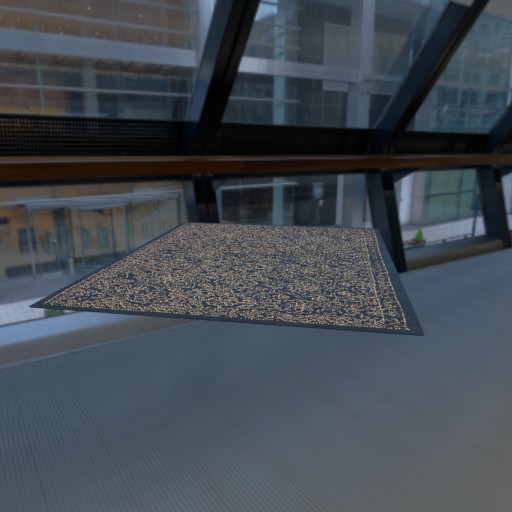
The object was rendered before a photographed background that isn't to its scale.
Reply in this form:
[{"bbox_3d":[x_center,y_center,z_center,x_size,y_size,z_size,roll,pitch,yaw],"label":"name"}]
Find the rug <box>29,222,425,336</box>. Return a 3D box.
[{"bbox_3d":[0.000,0.000,4.093,2.438,0.010,3.048,3,15,10],"label":"rug"}]
